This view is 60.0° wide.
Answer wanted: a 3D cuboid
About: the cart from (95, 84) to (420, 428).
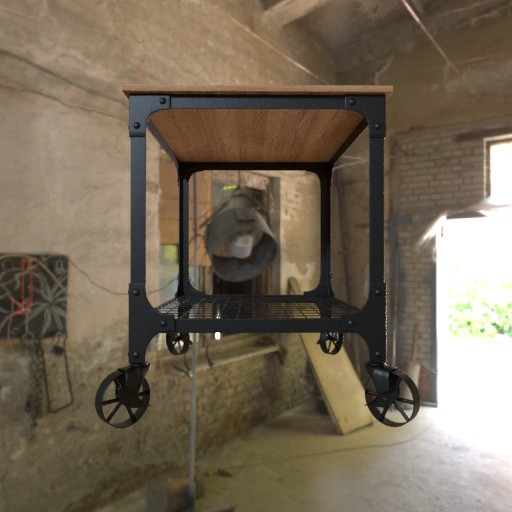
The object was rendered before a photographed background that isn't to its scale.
[{"bbox_3d":[0.000,0.000,1.078,0.558,0.603,0.666,0,0,-1],"label":"cart"}]
